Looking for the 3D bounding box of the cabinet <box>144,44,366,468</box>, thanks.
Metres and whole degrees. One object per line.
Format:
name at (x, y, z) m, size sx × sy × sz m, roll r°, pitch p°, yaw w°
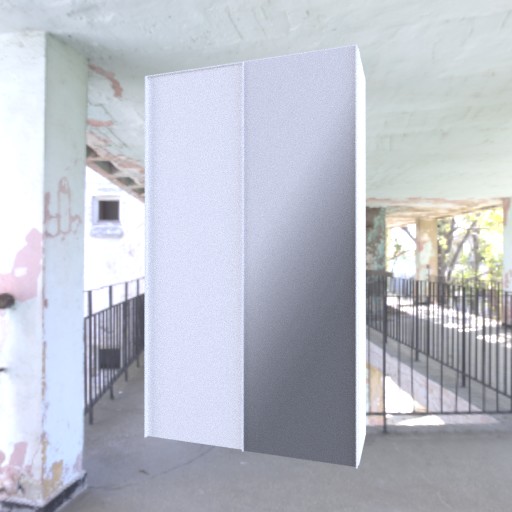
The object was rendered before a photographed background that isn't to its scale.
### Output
cabinet at (0.000, 0.000, 2.673) m, size 1.250 × 2.160 × 0.480 m, roll 0°, pitch 0°, yaw 18°
